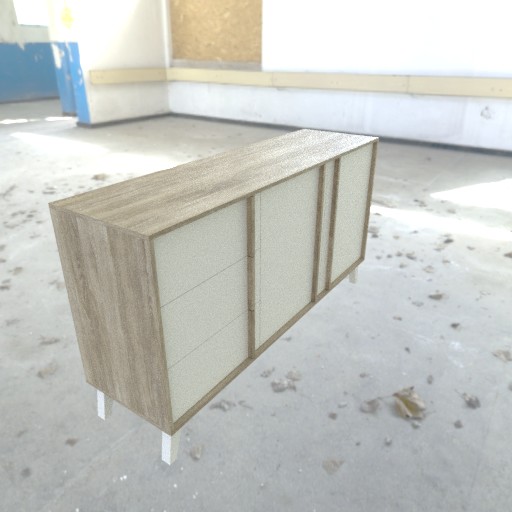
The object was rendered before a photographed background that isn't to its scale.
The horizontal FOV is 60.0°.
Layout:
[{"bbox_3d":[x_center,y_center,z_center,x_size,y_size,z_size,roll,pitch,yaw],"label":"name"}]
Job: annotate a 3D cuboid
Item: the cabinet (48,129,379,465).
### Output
[{"bbox_3d":[0.000,0.000,2.035,0.450,0.870,1.600,17,30,31],"label":"cabinet"}]
